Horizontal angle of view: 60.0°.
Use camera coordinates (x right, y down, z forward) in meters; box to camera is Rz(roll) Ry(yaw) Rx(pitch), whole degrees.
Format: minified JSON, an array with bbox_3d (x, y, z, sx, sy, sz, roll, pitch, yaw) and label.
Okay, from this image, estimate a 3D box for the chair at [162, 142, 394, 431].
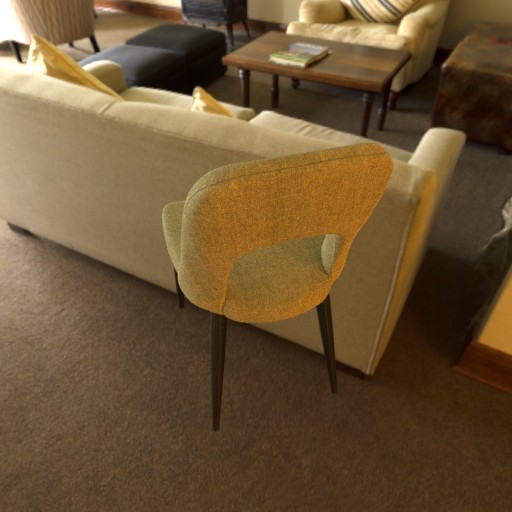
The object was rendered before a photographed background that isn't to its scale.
[{"bbox_3d":[0.000,0.000,1.265,0.470,0.931,0.612,-12,43,-13],"label":"chair"}]
